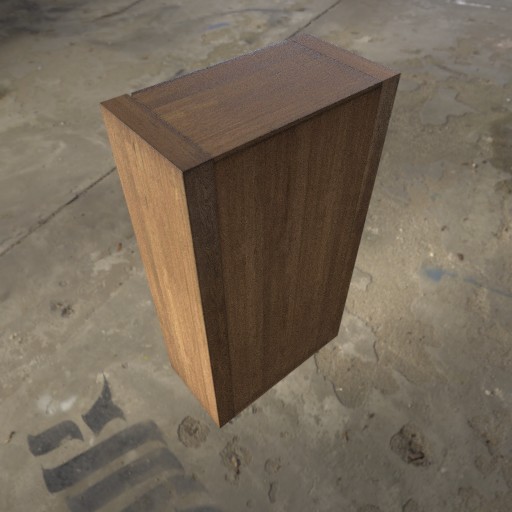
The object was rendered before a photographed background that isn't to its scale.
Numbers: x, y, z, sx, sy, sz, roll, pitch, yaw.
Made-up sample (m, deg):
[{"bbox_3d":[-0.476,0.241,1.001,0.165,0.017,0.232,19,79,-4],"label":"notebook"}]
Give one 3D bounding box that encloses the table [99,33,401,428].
[{"bbox_3d":[0.000,0.000,2.518,1.100,2.000,0.600,-31,54,-26],"label":"table"}]
